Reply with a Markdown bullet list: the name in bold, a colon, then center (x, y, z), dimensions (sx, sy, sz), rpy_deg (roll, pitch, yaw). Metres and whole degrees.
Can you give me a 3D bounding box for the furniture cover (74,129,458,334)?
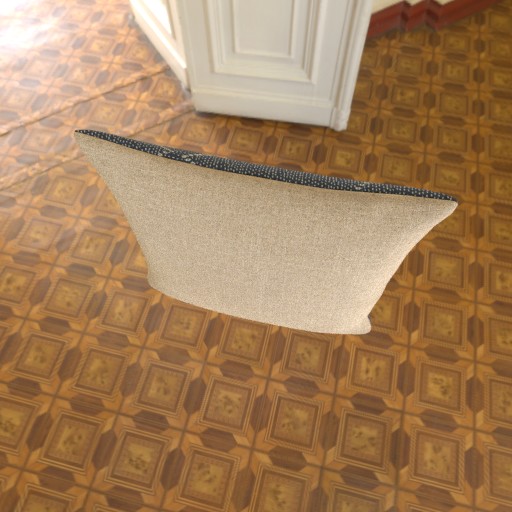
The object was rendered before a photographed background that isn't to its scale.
- **furniture cover**: center (0.000, 0.000, 0.783), dimensions (0.511, 0.503, 0.162), rpy_deg (12, 62, 6)
